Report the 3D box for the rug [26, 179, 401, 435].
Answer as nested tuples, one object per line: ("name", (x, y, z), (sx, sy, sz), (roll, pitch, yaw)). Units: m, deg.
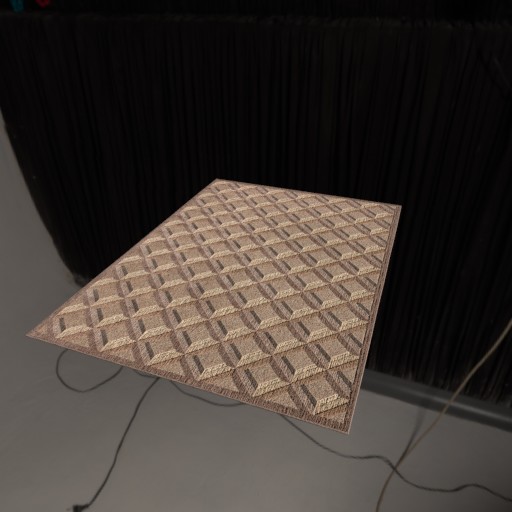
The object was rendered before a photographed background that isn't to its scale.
("rug", (0.000, 0.000, 4.208), (2.382, 0.018, 3.294), (11, 33, 18))
